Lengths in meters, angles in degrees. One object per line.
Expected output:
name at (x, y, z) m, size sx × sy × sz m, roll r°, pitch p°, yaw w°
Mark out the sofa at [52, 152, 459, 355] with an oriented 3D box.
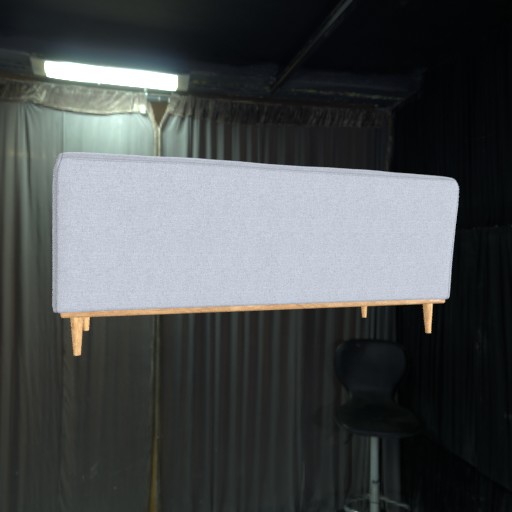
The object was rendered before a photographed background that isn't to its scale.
sofa at (0.000, 0.000, 2.524) m, size 2.057 × 0.871 × 0.978 m, roll 0°, pitch 0°, yaw -18°
